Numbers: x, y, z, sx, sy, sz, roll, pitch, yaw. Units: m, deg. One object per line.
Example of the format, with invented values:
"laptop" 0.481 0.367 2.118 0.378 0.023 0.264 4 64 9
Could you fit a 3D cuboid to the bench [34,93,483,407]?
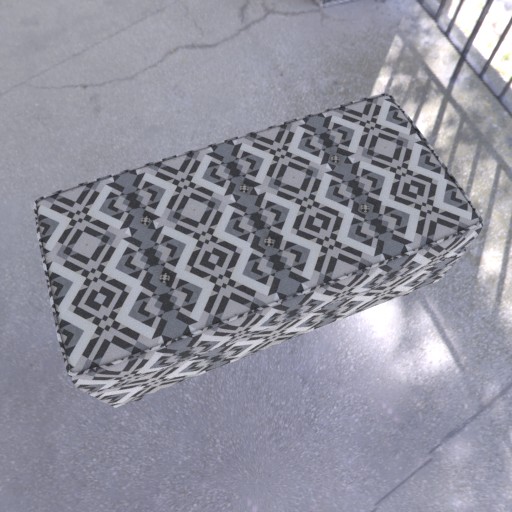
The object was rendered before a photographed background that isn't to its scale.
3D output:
"bench" 0.000 0.000 1.269 1.016 0.477 0.492 -19 65 -10
